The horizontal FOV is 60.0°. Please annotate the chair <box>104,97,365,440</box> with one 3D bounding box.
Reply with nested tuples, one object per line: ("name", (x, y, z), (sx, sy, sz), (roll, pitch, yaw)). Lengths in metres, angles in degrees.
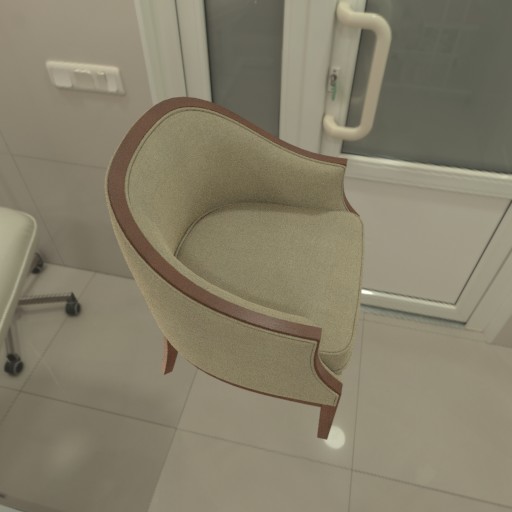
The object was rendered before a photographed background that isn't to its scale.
("chair", (0.000, 0.000, 1.492), (0.735, 0.876, 0.803), (10, 48, 9))
